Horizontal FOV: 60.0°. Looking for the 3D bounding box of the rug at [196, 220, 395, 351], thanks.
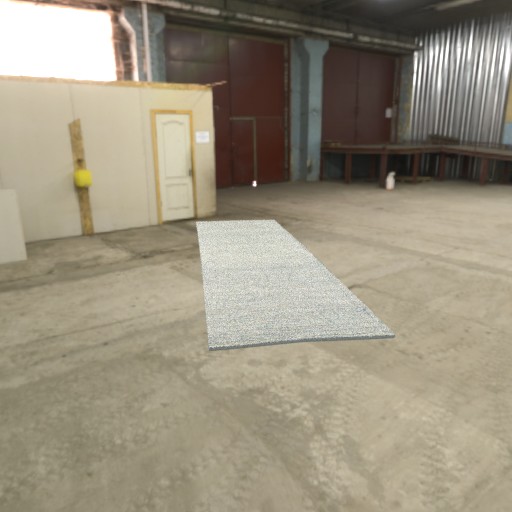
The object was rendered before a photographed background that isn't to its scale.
[{"bbox_3d":[0.000,0.000,2.662,0.675,0.037,2.341,-2,15,-8],"label":"rug"}]
